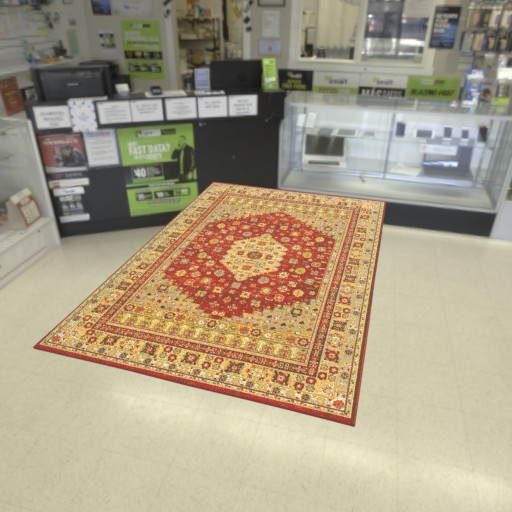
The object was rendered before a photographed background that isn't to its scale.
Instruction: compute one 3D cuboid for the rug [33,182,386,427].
[{"bbox_3d":[0.000,0.000,2.253,1.194,0.013,1.802,9,31,15],"label":"rug"}]
